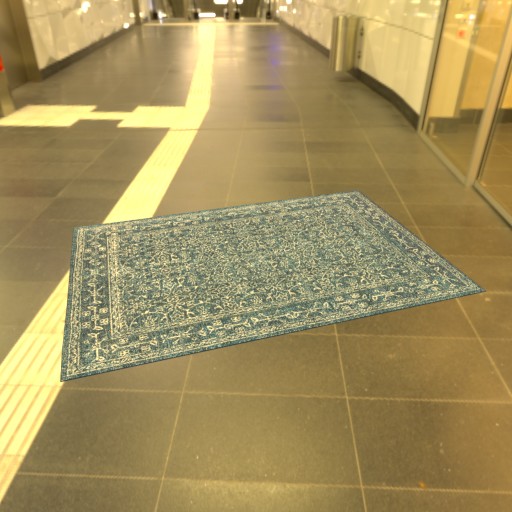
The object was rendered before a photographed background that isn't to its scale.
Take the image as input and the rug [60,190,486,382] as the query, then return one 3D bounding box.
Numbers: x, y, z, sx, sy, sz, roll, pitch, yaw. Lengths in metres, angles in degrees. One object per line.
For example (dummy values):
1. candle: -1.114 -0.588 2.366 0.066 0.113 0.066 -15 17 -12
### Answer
1. rug: 0.000 0.000 2.272 1.819 0.005 1.200 -9 33 -15
